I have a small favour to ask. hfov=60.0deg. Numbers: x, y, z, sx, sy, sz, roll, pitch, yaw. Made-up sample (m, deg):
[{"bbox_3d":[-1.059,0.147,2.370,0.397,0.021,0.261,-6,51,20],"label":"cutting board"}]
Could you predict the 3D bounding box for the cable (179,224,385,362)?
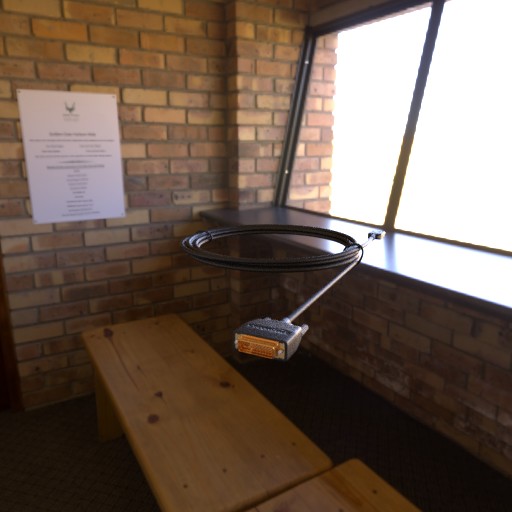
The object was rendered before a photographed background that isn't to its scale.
[{"bbox_3d":[0.000,0.000,0.535,0.257,0.030,0.422,7,16,26],"label":"cable"}]
